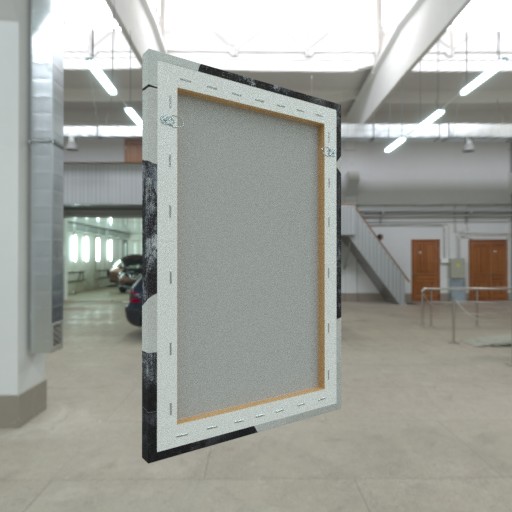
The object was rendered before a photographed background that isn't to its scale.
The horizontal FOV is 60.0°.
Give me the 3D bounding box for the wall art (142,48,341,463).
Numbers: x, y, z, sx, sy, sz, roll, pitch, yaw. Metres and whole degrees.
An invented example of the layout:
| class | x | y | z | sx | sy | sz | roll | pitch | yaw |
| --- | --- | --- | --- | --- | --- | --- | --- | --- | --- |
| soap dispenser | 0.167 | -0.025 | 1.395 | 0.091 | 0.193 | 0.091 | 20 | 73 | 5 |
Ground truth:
| class | x | y | z | sx | sy | sz | roll | pitch | yaw |
| --- | --- | --- | --- | --- | --- | --- | --- | --- | --- |
| wall art | 0.000 | 0.000 | 1.168 | 0.610 | 0.915 | 0.041 | 0 | 0 | -36 |
